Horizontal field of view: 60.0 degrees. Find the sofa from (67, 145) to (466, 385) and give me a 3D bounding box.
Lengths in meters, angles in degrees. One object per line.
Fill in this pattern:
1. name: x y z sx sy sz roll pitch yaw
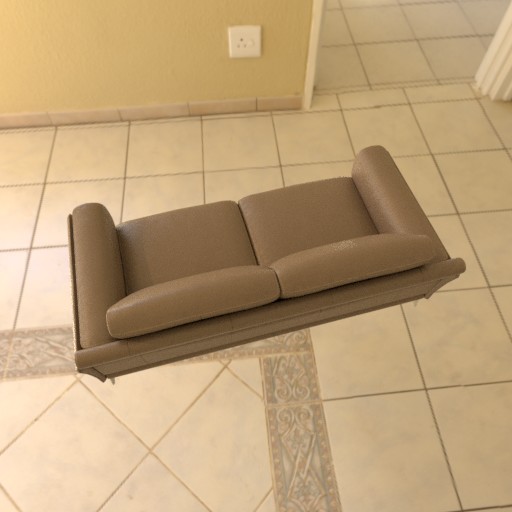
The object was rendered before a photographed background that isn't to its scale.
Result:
1. sofa: 0.000 0.000 2.656 2.101 0.930 1.049 -13 59 -8
